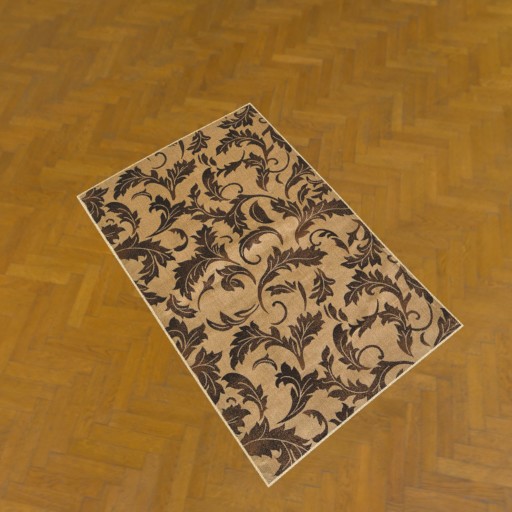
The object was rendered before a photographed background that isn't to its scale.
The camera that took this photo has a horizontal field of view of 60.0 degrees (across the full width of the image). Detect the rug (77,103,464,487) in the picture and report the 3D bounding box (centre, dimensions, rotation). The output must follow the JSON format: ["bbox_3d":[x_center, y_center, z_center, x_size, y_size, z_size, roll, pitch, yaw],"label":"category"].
[{"bbox_3d":[0.000,0.000,2.946,1.522,0.008,2.284,-33,69,-15],"label":"rug"}]
